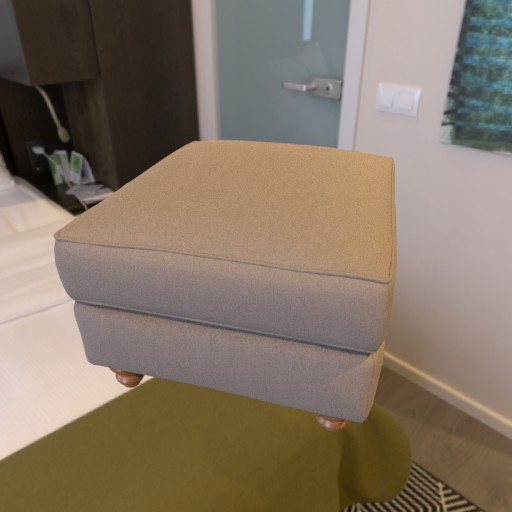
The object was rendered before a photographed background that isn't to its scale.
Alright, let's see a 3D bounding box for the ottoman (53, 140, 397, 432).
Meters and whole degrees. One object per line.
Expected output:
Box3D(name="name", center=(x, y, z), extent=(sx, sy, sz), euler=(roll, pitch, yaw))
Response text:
Box3D(name="ottoman", center=(0.000, 0.000, 1.139), extent=(0.662, 0.505, 0.721), euler=(8, 30, 13))
